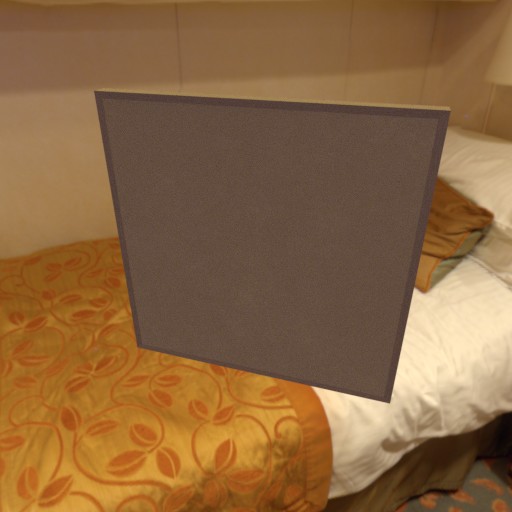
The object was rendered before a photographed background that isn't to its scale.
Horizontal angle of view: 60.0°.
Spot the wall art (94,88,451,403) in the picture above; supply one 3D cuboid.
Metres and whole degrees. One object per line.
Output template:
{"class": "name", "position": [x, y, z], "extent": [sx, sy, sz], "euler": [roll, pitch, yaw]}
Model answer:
{"class": "wall art", "position": [0.000, 0.000, 1.114], "extent": [0.761, 0.758, 0.038], "euler": [9, 30, 15]}
